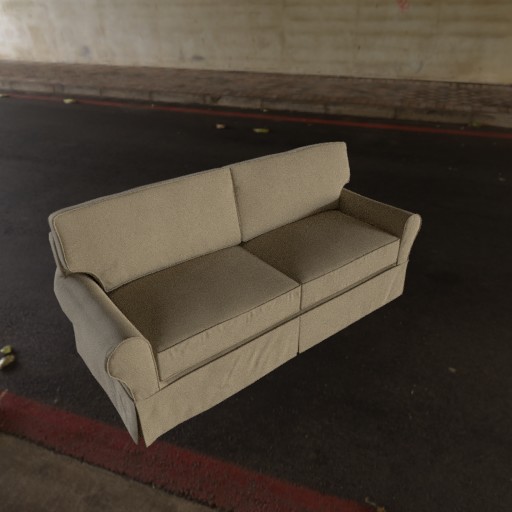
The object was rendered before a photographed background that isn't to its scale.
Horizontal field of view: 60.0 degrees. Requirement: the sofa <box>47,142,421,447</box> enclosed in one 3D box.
[{"bbox_3d":[0.000,0.000,2.752,2.246,1.014,0.900,-22,36,-32],"label":"sofa"}]
